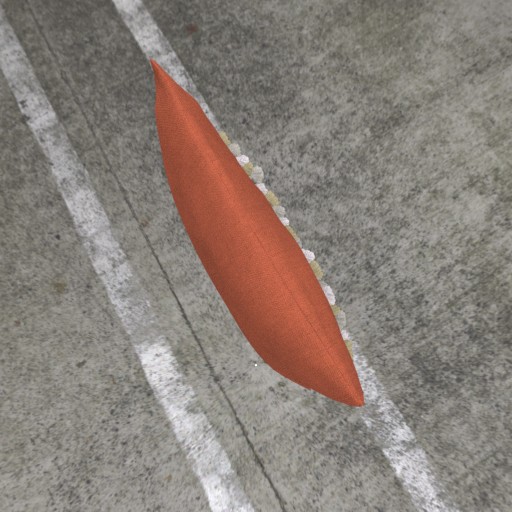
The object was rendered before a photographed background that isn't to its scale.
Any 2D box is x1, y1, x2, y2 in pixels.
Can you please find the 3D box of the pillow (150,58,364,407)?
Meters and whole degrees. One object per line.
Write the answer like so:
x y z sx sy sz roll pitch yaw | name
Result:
0.000 0.000 0.723 0.165 0.482 0.490 -29 78 -7 | pillow
